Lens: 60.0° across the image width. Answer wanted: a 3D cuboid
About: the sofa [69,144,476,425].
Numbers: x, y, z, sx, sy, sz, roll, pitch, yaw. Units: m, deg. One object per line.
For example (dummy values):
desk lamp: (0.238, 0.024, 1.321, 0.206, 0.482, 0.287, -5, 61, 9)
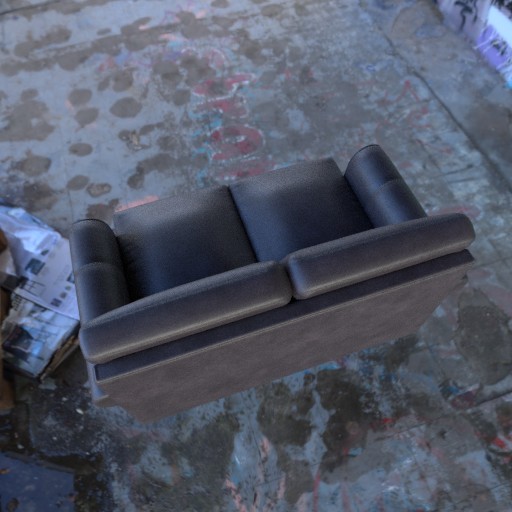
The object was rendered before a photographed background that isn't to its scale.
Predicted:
sofa: (0.000, 0.000, 2.182, 1.663, 0.979, 1.030, -16, 61, -9)
